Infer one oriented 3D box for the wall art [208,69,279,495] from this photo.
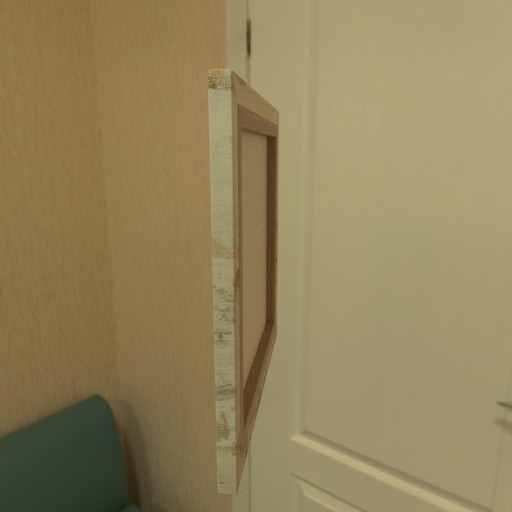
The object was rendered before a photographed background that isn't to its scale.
[{"bbox_3d":[0.000,0.000,1.117,0.038,0.755,0.753,2,14,8],"label":"wall art"}]
